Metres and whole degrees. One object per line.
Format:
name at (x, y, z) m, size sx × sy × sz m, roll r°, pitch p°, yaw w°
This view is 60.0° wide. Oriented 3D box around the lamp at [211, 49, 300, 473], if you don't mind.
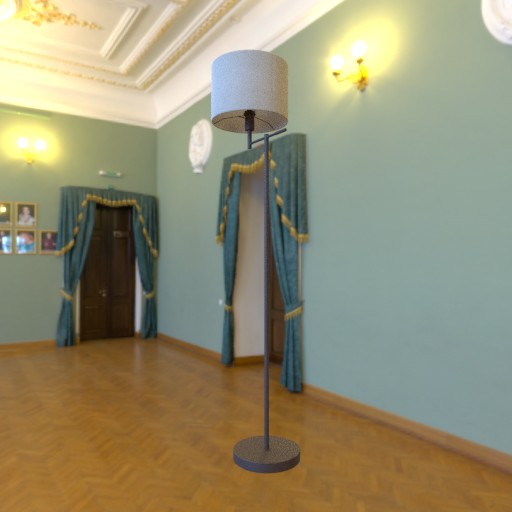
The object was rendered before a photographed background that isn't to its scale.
lamp at (0.000, 0.000, 1.831) m, size 0.324 × 1.600 × 0.416 m, roll 1°, pitch -1°, yaw -35°
